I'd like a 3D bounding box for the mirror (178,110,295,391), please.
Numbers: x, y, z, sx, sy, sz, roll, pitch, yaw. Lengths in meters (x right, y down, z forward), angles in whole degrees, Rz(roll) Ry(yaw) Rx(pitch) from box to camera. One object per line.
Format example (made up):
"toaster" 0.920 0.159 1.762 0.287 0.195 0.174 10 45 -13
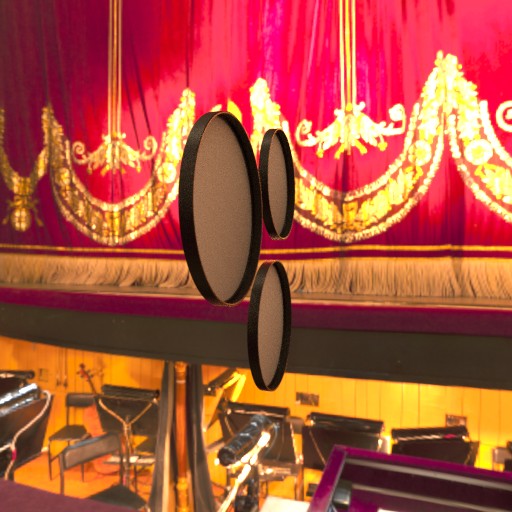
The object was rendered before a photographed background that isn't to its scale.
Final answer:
"mirror" 0.000 0.000 3.099 0.076 2.096 2.160 0 0 18
